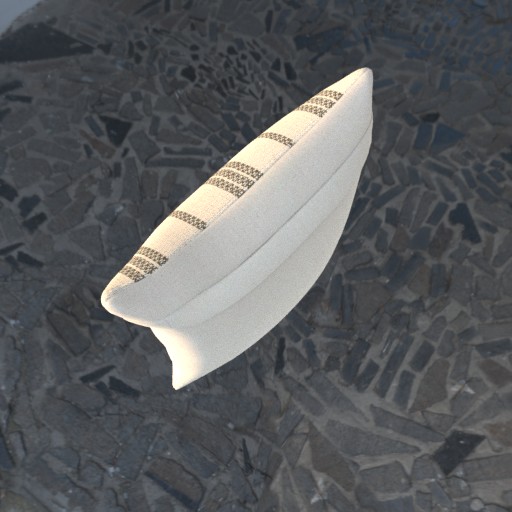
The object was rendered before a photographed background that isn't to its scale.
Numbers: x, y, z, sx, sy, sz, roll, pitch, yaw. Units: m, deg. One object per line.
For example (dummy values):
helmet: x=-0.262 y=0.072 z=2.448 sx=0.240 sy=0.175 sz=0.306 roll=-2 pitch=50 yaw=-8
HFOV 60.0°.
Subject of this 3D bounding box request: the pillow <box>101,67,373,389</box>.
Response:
pillow: x=0.000 y=0.000 z=0.634 sx=0.173 sy=0.406 sz=0.405 roll=39 pitch=70 yaw=17
